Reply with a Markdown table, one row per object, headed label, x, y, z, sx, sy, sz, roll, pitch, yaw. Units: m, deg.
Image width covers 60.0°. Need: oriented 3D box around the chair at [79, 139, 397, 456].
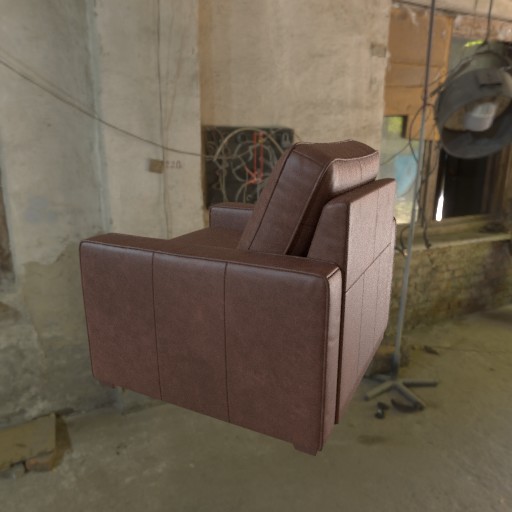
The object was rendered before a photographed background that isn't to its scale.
| label | x | y | z | sx | sy | sz | roll | pitch | yaw |
| --- | --- | --- | --- | --- | --- | --- | --- | --- | --- |
| chair | 0.000 | 0.000 | 1.804 | 0.940 | 0.919 | 1.017 | 8 | 17 | 26 |
